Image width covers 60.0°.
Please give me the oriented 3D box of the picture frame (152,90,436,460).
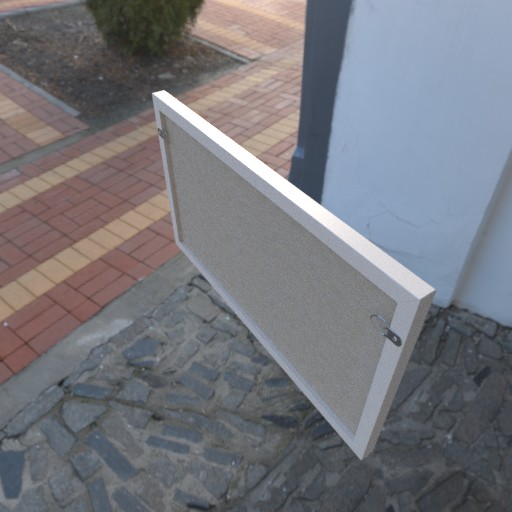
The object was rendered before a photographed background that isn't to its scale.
[{"bbox_3d":[0.000,0.000,0.784,0.044,0.379,0.647,-25,48,-25],"label":"picture frame"}]
